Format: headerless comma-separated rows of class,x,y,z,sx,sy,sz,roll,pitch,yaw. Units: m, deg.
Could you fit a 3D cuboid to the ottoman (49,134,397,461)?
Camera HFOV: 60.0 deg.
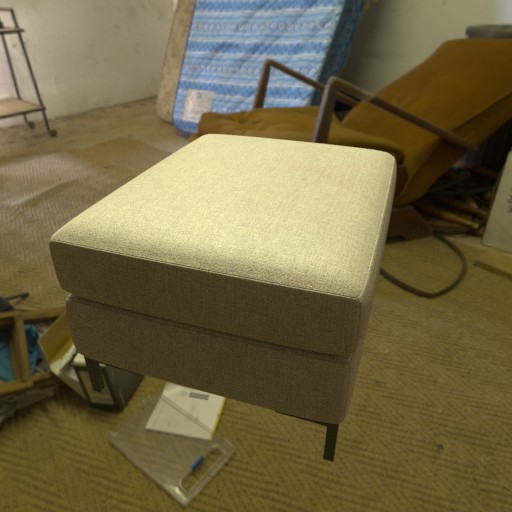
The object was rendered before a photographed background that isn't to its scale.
ottoman,0.000,0.000,1.232,0.671,0.490,0.820,10,33,16
